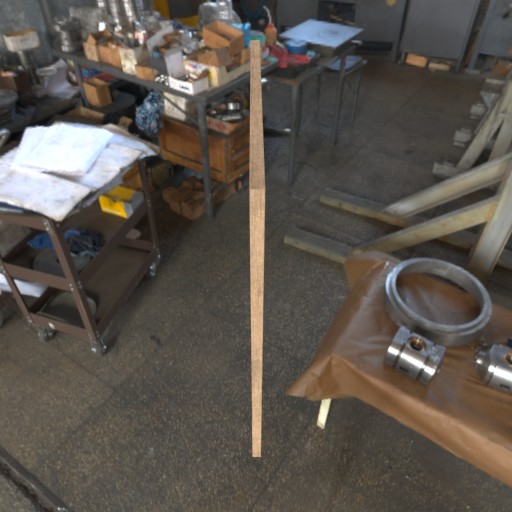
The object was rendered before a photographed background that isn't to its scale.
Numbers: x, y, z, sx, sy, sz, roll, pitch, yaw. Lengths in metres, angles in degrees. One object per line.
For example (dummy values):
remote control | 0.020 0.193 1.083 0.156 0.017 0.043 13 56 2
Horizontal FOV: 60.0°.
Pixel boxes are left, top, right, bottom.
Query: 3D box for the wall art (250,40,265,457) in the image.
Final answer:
wall art | 0.000 0.000 0.923 0.018 0.686 0.534 0 42 0
